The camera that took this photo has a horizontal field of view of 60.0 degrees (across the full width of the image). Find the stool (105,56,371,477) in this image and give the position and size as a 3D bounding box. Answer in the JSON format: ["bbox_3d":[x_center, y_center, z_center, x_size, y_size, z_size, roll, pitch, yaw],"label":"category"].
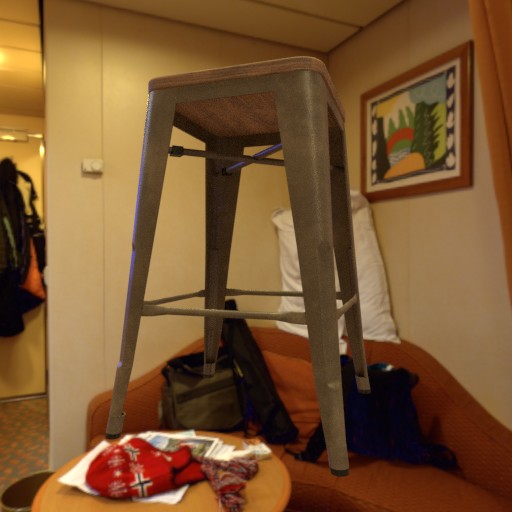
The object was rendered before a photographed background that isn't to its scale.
[{"bbox_3d":[0.000,0.000,0.866,0.407,0.607,0.407,0,0,19],"label":"stool"}]
